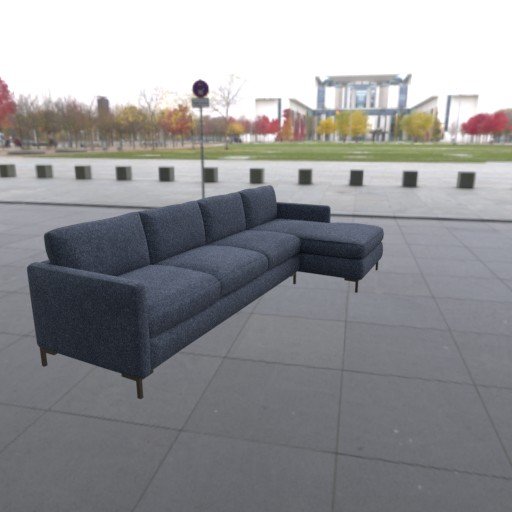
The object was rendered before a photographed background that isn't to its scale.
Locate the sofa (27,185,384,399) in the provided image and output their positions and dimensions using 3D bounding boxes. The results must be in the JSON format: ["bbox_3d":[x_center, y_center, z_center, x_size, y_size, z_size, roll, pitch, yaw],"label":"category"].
[{"bbox_3d":[0.000,0.000,3.399,1.350,0.810,2.932,8,17,27],"label":"sofa"}]
